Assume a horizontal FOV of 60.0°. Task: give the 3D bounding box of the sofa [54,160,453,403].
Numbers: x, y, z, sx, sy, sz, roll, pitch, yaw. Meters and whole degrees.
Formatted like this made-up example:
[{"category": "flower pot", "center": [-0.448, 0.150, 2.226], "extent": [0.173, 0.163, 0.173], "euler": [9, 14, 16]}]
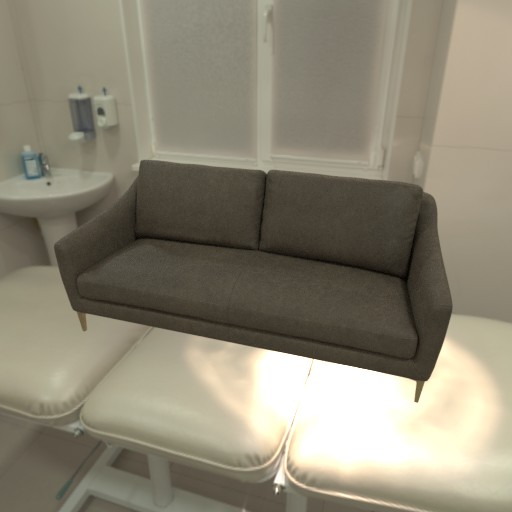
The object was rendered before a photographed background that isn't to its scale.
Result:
[{"category": "sofa", "center": [0.000, 0.000, 2.585], "extent": [2.036, 0.902, 0.960], "euler": [8, 28, 16]}]
